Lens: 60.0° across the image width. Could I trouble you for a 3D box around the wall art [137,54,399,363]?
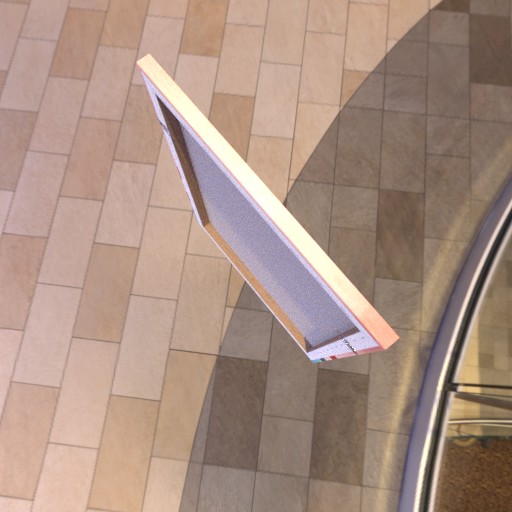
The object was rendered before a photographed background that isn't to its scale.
[{"bbox_3d":[0.000,0.000,1.348,0.039,1.016,0.761,-38,78,-9],"label":"wall art"}]
